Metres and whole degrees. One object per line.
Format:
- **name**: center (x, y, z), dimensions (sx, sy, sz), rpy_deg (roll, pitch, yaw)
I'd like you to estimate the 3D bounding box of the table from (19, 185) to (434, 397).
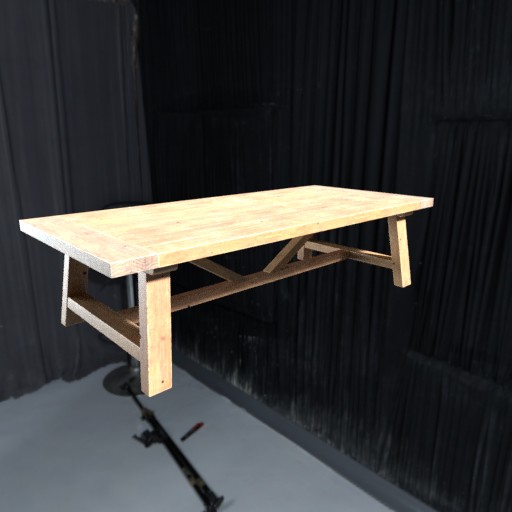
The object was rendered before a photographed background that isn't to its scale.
- **table**: center (0.000, 0.000, 2.116), dimensions (1.800, 0.465, 0.820), rpy_deg (-14, 21, -41)
